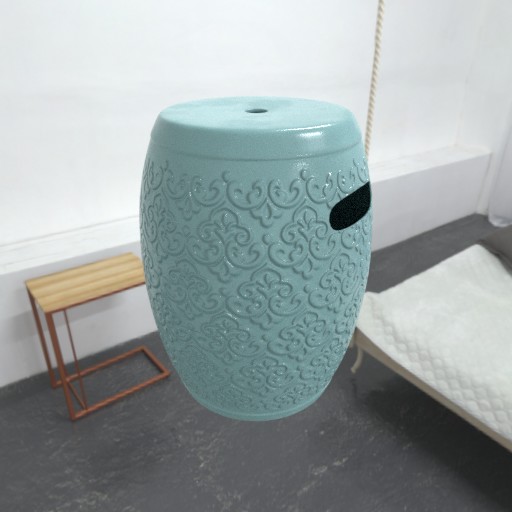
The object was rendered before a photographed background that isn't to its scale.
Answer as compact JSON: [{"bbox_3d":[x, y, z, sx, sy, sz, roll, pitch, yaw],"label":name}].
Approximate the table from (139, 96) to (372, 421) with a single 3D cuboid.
[{"bbox_3d":[0.000,0.000,0.622,0.309,0.397,0.309,0,28,0],"label":"table"}]
